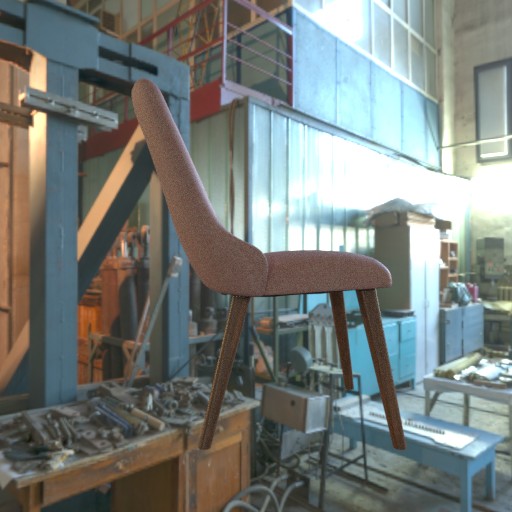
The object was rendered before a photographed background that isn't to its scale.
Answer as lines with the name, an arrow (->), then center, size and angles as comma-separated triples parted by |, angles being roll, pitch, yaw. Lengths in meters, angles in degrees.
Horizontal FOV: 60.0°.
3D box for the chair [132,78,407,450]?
chair -> 0.000, 0.000, 1.296 | 0.707, 0.918, 0.535 | 0, -1, -1
